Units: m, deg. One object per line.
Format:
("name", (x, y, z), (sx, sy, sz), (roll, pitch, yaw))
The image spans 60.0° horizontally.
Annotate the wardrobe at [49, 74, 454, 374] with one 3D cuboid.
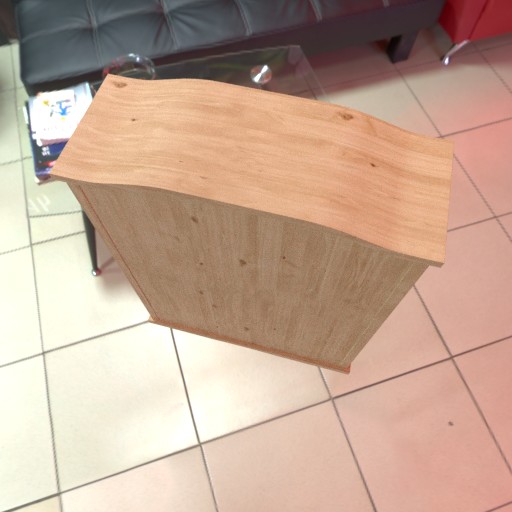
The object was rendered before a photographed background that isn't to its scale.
("wardrobe", (0.000, 0.000, 2.512), (1.500, 1.870, 0.570), (13, 64, 7))
